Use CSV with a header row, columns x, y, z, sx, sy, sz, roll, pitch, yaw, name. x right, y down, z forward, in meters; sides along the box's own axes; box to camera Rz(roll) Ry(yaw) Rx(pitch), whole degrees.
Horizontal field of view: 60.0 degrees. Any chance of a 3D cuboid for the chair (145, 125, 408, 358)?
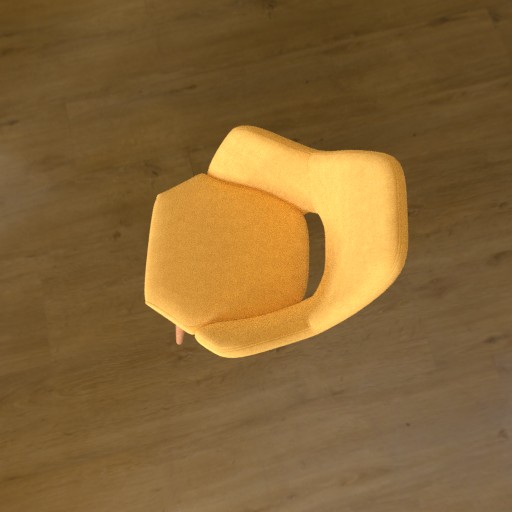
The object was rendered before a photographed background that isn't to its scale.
x,y,z,sx,sy,sz,roll,pitch,yaw,name
0.000,0.000,1.283,0.610,0.840,0.590,2,75,1,chair
